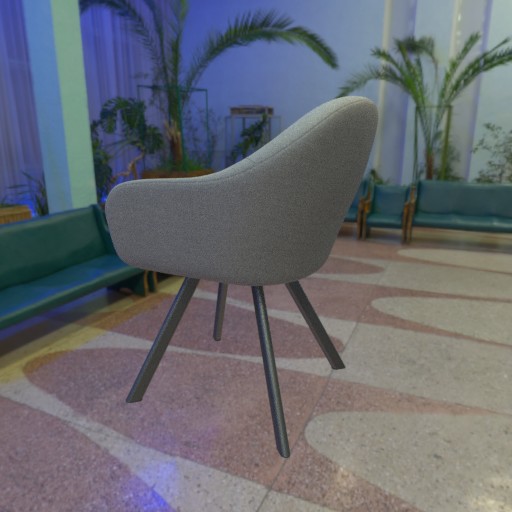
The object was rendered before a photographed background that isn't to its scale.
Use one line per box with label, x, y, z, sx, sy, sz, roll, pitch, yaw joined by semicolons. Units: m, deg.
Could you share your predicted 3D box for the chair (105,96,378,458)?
chair;0.000;0.000;1.174;0.570;0.780;0.540;8;17;26
